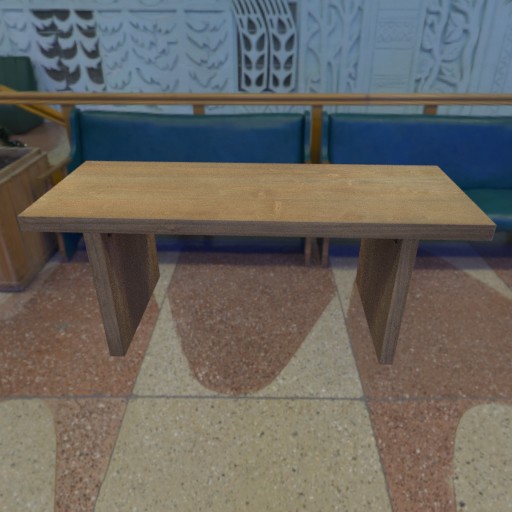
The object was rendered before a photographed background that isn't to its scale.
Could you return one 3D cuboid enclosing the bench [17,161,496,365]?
[{"bbox_3d":[0.000,0.000,1.404,1.183,0.458,0.458,1,29,2],"label":"bench"}]
